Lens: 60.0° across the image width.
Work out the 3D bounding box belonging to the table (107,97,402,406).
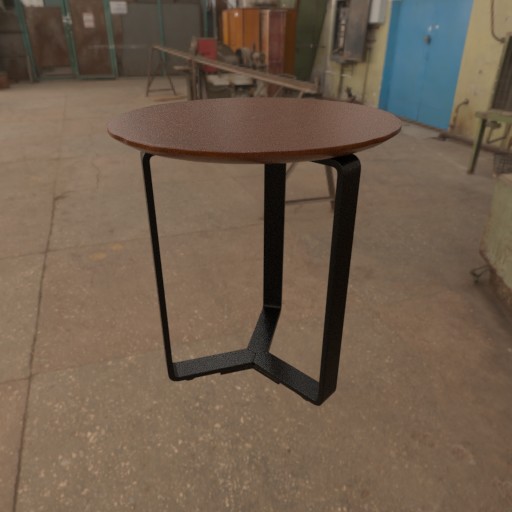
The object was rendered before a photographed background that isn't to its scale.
[{"bbox_3d":[0.000,0.000,0.741,0.410,0.450,0.380,-8,29,-15],"label":"table"}]
